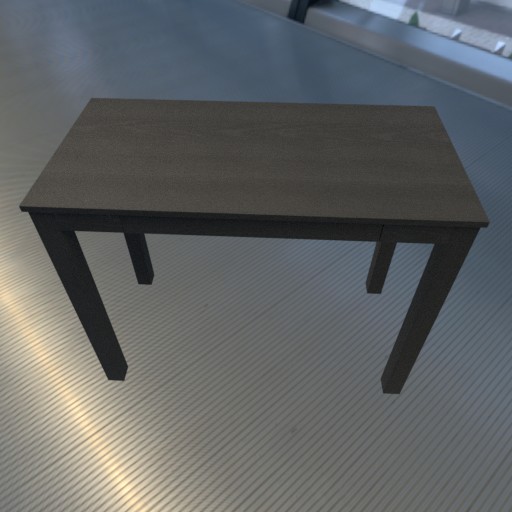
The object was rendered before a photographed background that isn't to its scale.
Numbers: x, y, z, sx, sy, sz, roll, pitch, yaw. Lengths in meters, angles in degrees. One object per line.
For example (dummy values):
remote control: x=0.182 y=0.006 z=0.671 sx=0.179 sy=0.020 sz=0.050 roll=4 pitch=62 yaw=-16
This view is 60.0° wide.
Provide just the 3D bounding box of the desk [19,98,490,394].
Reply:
desk: x=0.000 y=0.000 z=1.377 sx=0.991 sy=0.762 sz=0.499 roll=2 pitch=46 yaw=2
